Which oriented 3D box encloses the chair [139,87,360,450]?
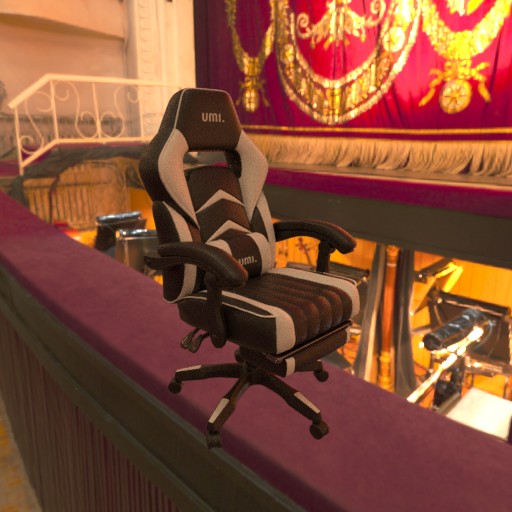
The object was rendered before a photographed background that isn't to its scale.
[{"bbox_3d":[0.000,0.000,1.640,0.676,1.200,0.700,-15,21,-43],"label":"chair"}]
